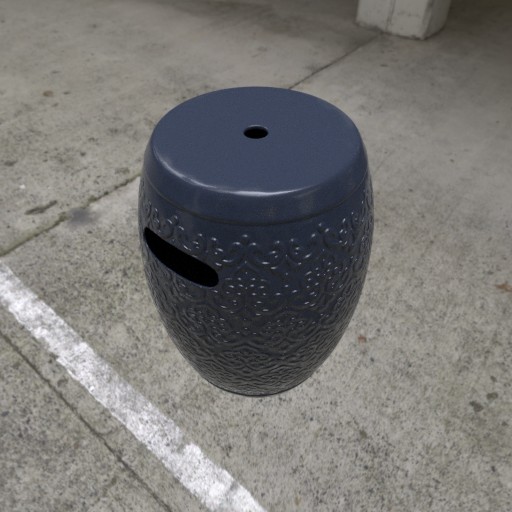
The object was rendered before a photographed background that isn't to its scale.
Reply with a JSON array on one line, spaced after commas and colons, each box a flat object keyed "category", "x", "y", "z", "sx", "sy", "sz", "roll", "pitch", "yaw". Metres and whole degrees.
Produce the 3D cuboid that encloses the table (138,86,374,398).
[{"category": "table", "x": 0.000, "y": 0.000, "z": 0.631, "sx": 0.309, "sy": 0.397, "sz": 0.309, "roll": 0, "pitch": 46, "yaw": 0}]
